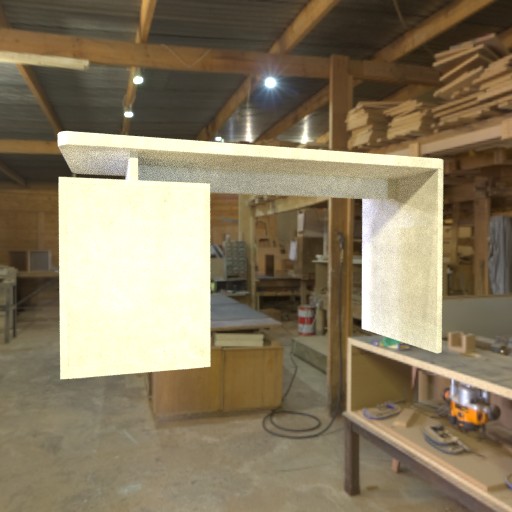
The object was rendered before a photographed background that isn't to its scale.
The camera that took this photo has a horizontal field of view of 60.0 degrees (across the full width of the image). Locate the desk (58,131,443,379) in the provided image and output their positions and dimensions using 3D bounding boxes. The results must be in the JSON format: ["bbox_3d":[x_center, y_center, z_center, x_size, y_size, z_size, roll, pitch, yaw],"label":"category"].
[{"bbox_3d":[0.000,0.000,1.775,1.400,0.755,0.550,0,1,-18],"label":"desk"}]
